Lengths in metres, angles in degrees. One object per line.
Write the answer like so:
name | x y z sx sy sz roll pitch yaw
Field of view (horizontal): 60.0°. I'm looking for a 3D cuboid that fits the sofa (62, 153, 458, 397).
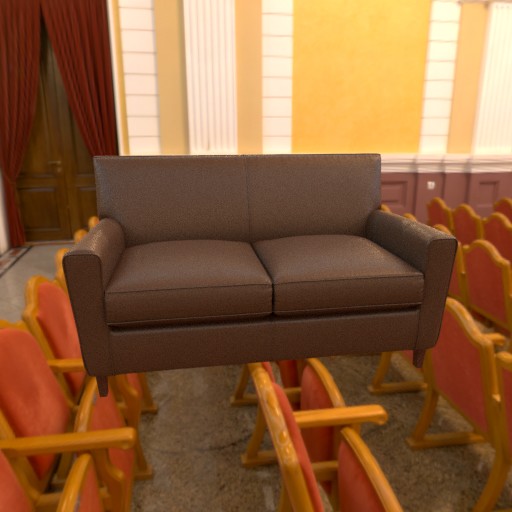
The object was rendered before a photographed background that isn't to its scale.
sofa | 0.000 0.000 2.014 1.468 0.859 0.853 -3 16 -9
